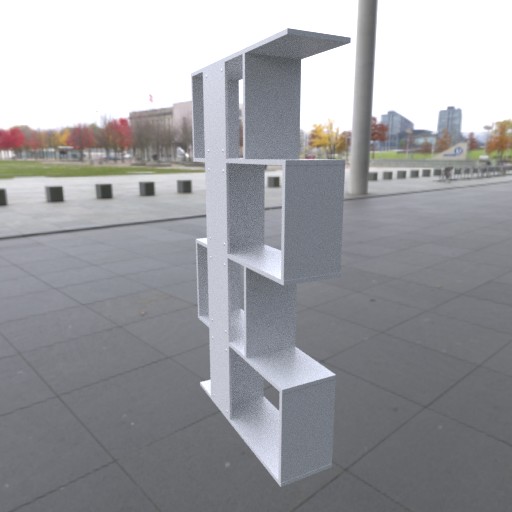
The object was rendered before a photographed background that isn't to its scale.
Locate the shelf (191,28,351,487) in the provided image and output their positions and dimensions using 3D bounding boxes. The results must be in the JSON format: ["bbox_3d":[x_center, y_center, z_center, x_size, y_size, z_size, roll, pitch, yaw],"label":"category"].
[{"bbox_3d":[0.000,0.000,1.990,0.250,1.650,0.890,-7,15,-27],"label":"shelf"}]
